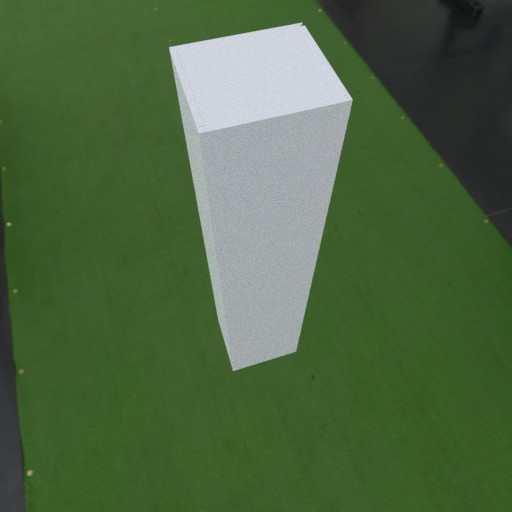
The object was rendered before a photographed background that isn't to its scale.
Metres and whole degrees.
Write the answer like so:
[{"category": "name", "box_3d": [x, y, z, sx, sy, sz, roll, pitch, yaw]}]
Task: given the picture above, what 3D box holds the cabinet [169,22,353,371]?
[{"category": "cabinet", "box_3d": [0.000, 0.000, 1.481, 0.300, 1.400, 0.270, -15, 60, -9]}]
